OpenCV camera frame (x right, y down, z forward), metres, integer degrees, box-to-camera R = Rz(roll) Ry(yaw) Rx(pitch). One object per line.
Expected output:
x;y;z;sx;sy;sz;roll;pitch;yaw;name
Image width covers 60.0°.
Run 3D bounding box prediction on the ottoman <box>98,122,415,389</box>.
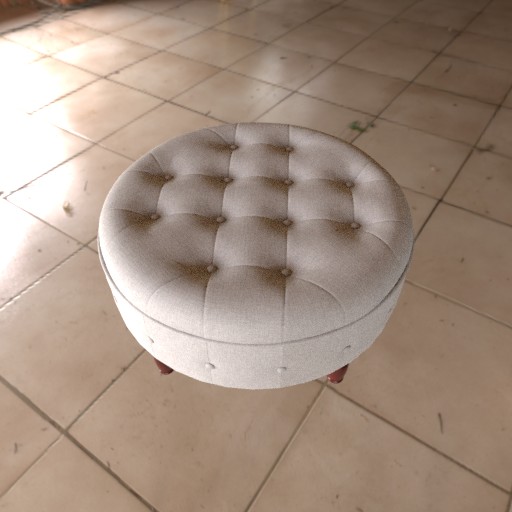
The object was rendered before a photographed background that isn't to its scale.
0.000;0.000;1.340;0.849;0.478;0.849;0;46;0;ottoman
